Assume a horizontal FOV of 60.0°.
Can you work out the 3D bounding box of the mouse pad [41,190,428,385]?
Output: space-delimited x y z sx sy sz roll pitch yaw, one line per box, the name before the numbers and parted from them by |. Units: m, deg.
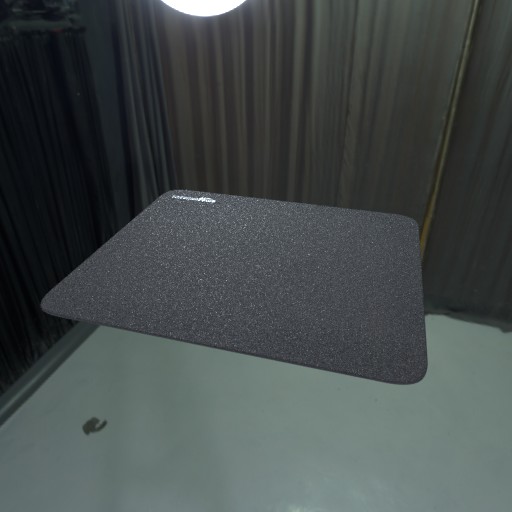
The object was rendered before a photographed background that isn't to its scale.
mouse pad | 0.000 0.000 0.440 0.315 0.002 0.269 8 32 14
